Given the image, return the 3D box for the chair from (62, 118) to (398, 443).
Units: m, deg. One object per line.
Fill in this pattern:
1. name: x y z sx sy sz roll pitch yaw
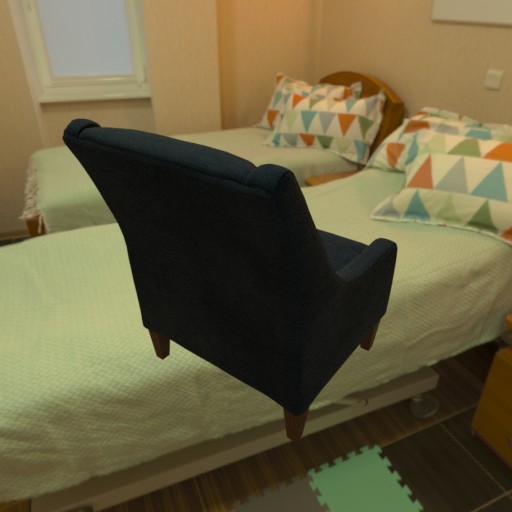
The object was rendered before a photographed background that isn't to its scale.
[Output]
1. chair: 0.000 0.000 1.601 0.774 1.014 0.870 21 36 32
